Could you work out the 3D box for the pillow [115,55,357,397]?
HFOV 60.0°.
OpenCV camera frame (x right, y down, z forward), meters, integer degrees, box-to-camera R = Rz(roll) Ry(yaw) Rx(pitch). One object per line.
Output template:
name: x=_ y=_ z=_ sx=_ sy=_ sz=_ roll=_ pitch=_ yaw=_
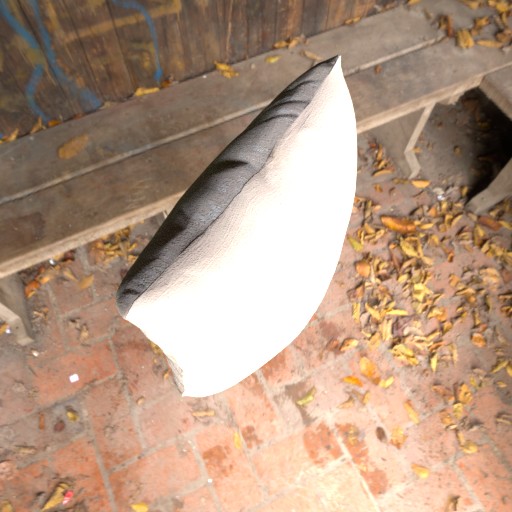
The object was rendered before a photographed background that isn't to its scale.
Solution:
pillow: x=0.000 y=0.000 z=0.702 sx=0.245 sy=0.448 sz=0.450 roll=32 pitch=67 yaw=15
